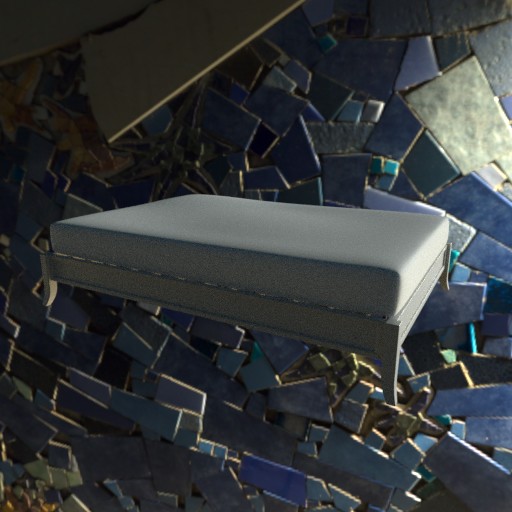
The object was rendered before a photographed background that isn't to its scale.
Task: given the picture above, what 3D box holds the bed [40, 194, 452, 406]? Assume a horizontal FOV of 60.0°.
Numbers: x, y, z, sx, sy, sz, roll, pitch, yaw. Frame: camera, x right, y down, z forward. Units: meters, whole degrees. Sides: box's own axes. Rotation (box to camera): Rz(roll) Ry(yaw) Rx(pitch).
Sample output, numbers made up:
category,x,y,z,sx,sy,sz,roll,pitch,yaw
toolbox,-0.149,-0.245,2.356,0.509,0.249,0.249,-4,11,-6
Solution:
category,x,y,z,sx,sy,sz,roll,pitch,yaw
bed,0.000,0.000,2.608,1.985,0.510,1.460,9,17,29
